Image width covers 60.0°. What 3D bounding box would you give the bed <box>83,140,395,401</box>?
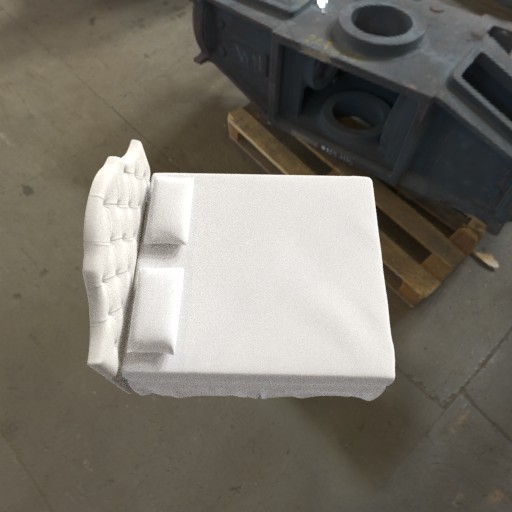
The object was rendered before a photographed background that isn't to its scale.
[{"bbox_3d":[0.000,0.000,3.620,2.214,1.615,2.008,1,63,1],"label":"bed"}]
